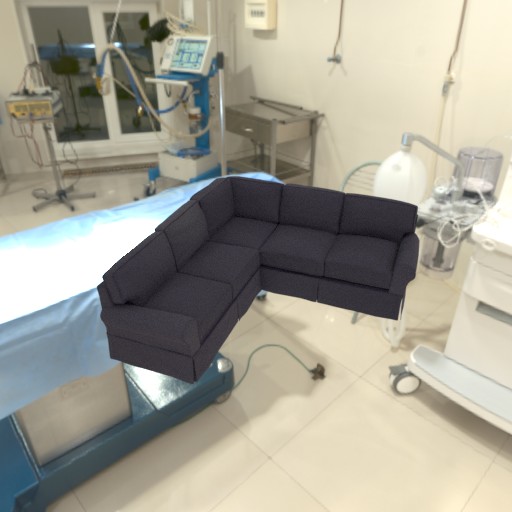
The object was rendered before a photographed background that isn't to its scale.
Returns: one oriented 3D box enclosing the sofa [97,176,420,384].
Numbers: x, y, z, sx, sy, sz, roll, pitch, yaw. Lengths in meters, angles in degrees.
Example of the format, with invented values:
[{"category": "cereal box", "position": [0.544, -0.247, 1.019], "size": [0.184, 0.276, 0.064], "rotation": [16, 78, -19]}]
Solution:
[{"category": "sofa", "position": [0.000, 0.000, 5.219], "size": [3.773, 1.169, 2.874], "rotation": [-21, 36, -31]}]
